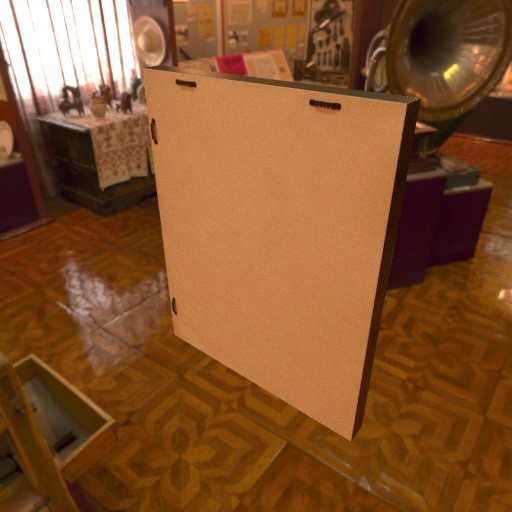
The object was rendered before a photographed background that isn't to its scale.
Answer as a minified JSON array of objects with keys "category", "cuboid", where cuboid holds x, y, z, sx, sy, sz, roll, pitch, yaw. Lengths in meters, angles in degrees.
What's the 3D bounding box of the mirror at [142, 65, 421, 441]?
[{"category":"mirror","cuboid":[0.000,0.000,0.682,0.406,0.509,0.041,22,37,33]}]
